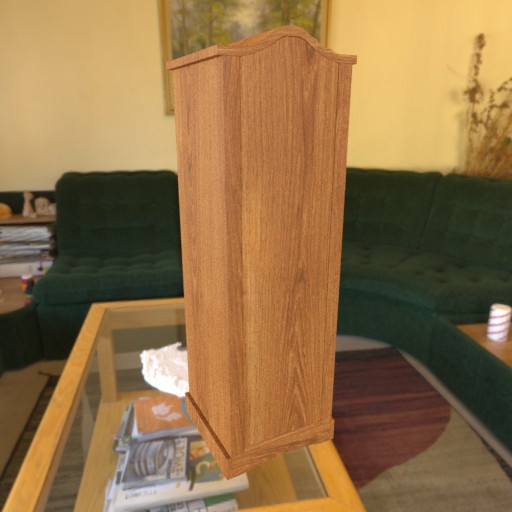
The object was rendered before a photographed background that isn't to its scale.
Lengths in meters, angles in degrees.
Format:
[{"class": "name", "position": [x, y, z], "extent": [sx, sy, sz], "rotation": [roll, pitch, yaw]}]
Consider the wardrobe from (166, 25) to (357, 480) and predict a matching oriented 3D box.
[{"class": "wardrobe", "position": [0.000, 0.000, 2.083], "extent": [0.590, 1.870, 0.570], "rotation": [-9, 19, -26]}]
